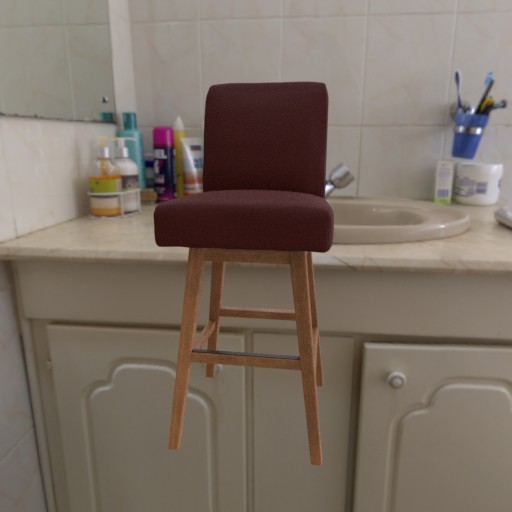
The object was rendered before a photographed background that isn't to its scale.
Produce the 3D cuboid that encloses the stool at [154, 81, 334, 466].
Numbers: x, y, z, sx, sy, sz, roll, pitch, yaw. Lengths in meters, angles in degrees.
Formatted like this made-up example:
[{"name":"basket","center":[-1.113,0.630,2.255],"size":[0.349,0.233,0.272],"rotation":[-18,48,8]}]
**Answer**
[{"name":"stool","center":[0.000,0.000,1.399],"size":[0.468,1.093,0.562],"rotation":[2,14,9]}]
